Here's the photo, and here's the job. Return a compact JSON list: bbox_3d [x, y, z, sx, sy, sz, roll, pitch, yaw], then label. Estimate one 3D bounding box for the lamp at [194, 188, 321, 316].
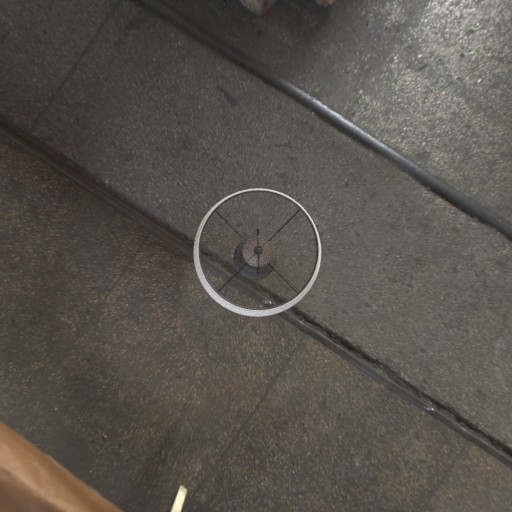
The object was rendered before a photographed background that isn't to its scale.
[{"bbox_3d":[0.000,0.000,1.663,0.327,1.506,0.327,0,89,0],"label":"lamp"}]
